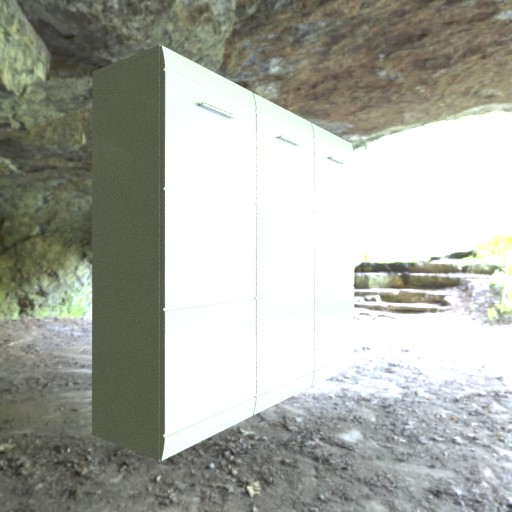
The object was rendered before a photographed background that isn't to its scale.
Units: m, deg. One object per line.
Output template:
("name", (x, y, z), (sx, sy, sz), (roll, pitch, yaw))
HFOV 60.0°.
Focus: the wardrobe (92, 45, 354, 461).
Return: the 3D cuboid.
("wardrobe", (0.000, 0.000, 1.888), (0.360, 1.200, 1.340), (0, 0, 35))
